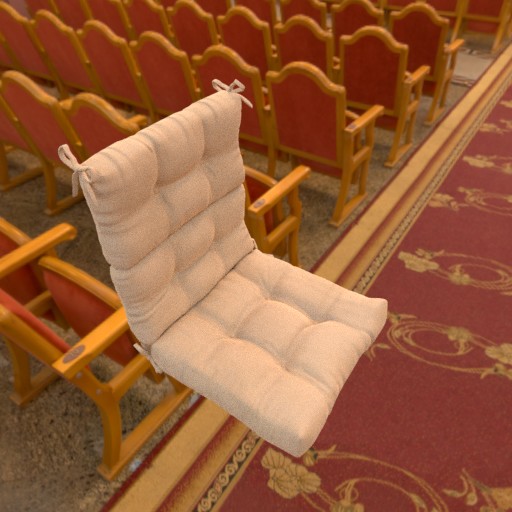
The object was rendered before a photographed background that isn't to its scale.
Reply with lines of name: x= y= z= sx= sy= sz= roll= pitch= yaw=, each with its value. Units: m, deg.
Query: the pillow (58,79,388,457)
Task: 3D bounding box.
pillow: x=0.000 y=0.000 z=1.027 sx=0.571 sy=0.605 sz=0.519 roll=24 pitch=47 yaw=25
